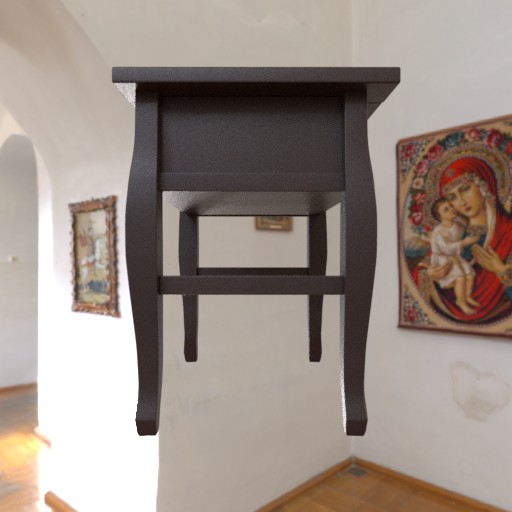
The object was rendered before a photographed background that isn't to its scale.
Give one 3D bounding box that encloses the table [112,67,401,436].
[{"bbox_3d":[0.000,0.000,1.005,0.460,0.605,0.602,0,0,0],"label":"table"}]
